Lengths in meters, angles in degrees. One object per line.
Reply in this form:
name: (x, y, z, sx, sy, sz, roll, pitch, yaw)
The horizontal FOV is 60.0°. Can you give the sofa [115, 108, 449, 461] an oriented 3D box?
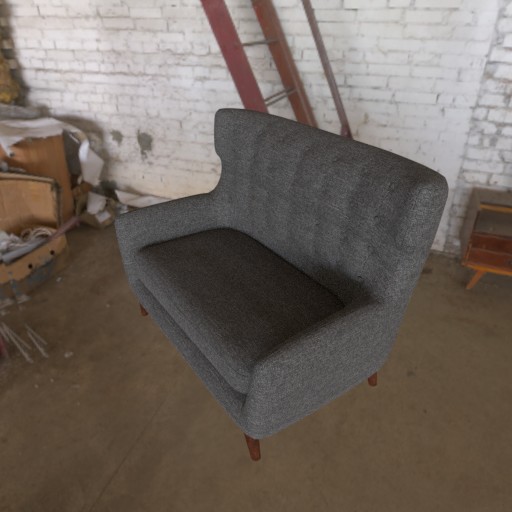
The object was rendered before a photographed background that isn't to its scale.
sofa: (0.000, 0.000, 2.025, 0.874, 1.028, 1.358, -20, 36, -30)
